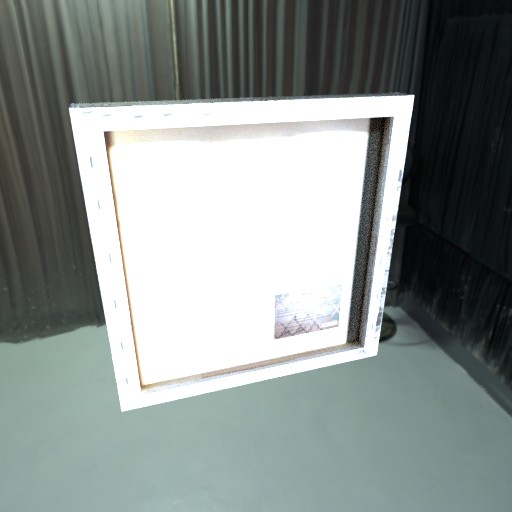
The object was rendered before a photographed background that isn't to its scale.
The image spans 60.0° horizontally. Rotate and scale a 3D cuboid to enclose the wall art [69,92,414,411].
[{"bbox_3d":[0.000,0.000,0.610,0.411,0.410,0.038,-8,27,-16],"label":"wall art"}]
